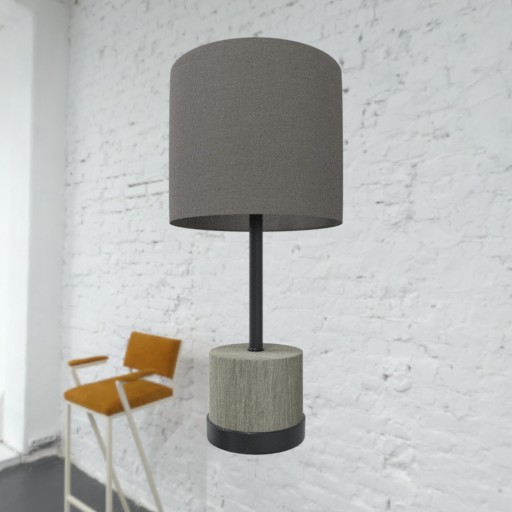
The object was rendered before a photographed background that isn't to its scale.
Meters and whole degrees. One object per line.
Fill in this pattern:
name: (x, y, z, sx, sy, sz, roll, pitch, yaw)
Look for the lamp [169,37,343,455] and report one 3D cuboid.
lamp: (0.000, 0.000, 0.589, 0.229, 0.470, 0.229, -1, -2, 19)
